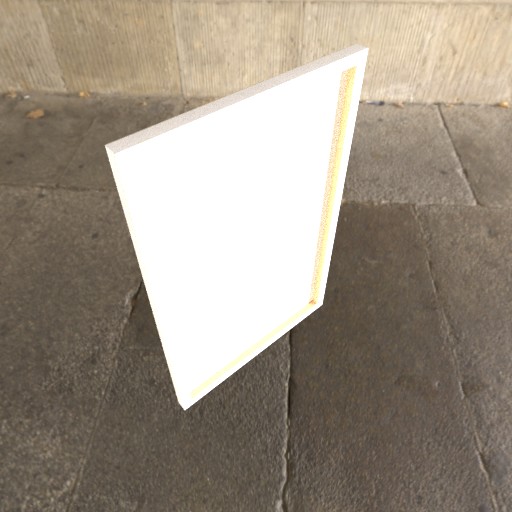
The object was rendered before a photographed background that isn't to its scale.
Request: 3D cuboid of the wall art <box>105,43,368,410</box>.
[{"bbox_3d":[0.000,0.000,1.160,0.607,0.912,0.038,-32,55,-27],"label":"wall art"}]
